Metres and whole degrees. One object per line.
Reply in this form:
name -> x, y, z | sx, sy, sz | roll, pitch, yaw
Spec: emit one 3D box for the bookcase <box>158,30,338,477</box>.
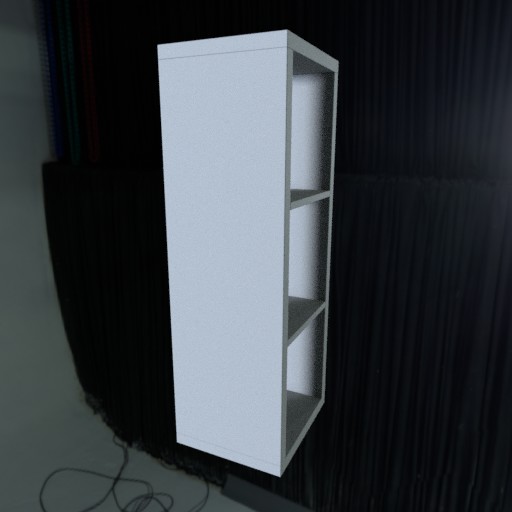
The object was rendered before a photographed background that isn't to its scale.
bookcase -> 0.000, 0.000, 1.279 | 0.330, 1.080, 0.390 | 7, 15, 25
